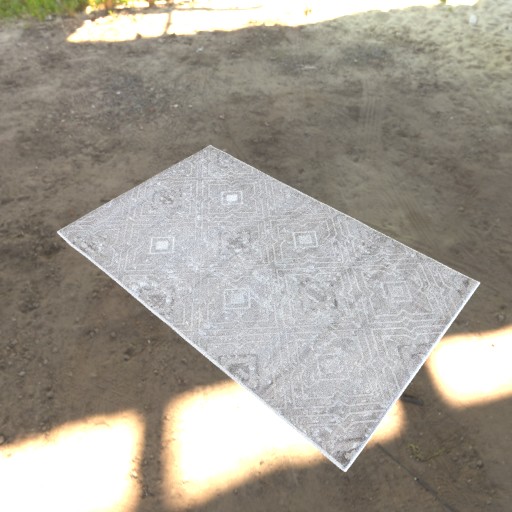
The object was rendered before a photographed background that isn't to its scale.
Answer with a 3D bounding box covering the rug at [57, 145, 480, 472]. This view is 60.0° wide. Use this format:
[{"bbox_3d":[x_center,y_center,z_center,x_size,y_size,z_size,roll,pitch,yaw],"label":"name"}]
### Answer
[{"bbox_3d":[0.000,0.000,2.981,2.447,0.036,1.537,32,54,28],"label":"rug"}]
